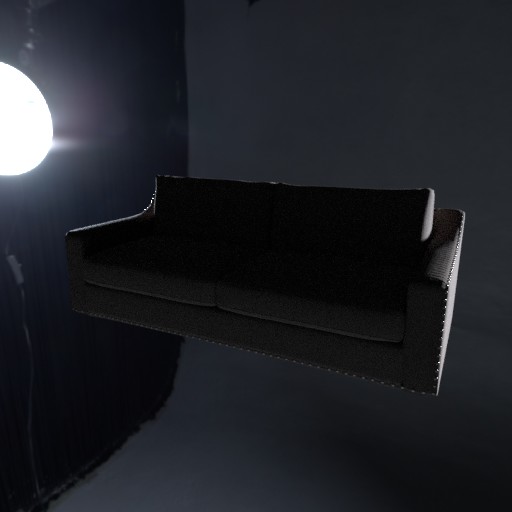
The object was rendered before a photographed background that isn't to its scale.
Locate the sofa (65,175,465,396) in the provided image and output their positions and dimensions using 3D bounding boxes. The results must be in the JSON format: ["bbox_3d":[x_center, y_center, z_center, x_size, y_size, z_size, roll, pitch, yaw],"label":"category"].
[{"bbox_3d":[0.000,0.000,2.681,2.208,0.857,1.000,7,17,26],"label":"sofa"}]
